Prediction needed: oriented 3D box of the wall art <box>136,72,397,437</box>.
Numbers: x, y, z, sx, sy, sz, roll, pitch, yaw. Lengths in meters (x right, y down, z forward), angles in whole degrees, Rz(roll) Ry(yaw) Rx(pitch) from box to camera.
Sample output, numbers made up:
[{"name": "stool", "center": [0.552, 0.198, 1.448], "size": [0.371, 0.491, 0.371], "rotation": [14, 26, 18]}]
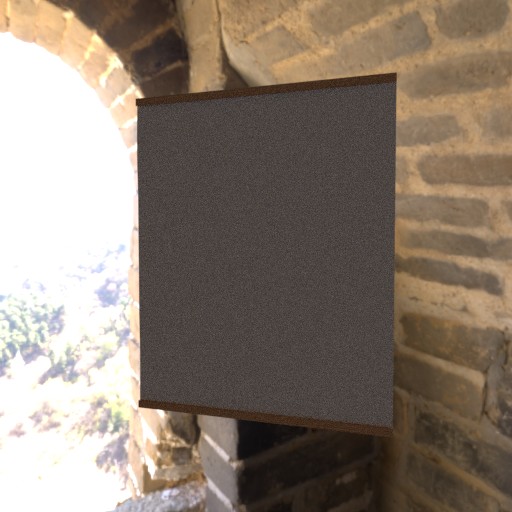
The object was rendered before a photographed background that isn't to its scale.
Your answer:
[{"name": "wall art", "center": [0.000, 0.000, 0.676], "size": [0.404, 0.507, 0.010], "rotation": [1, 2, 16]}]
